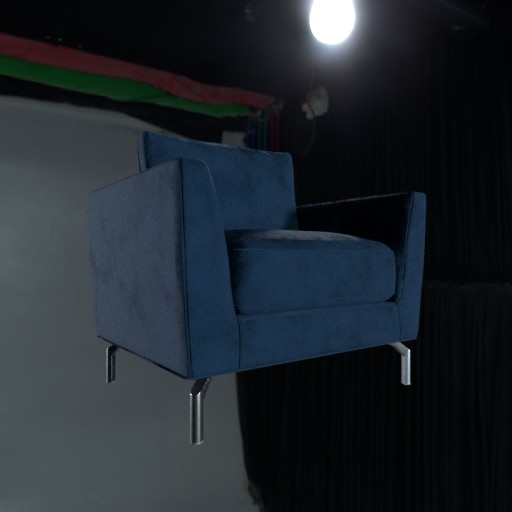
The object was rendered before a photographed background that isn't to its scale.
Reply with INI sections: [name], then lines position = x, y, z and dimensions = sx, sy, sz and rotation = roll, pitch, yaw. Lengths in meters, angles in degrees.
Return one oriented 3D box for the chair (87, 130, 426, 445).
[chair]
position = 0.000, 0.000, 1.572
dimensions = 0.977, 0.893, 0.746
rotation = 0, 0, -36
